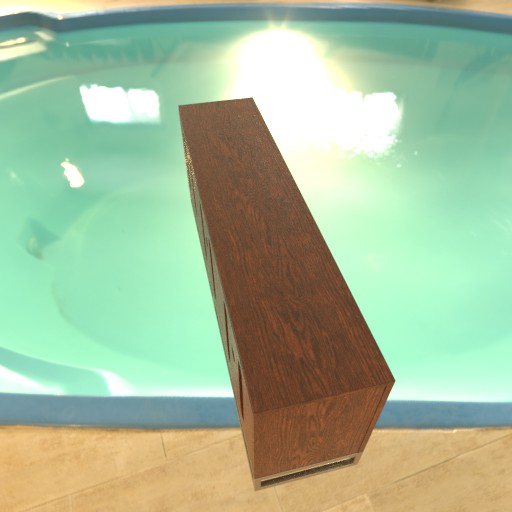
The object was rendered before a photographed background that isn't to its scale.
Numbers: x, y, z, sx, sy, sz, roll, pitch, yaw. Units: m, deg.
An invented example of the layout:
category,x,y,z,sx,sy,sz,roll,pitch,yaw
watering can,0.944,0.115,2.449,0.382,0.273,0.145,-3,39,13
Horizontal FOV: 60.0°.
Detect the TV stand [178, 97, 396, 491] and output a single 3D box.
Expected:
category,x,y,z,sx,sy,sz,roll,pitch,yaw
TV stand,0.000,0.000,1.795,0.382,0.578,1.541,-10,47,-9
